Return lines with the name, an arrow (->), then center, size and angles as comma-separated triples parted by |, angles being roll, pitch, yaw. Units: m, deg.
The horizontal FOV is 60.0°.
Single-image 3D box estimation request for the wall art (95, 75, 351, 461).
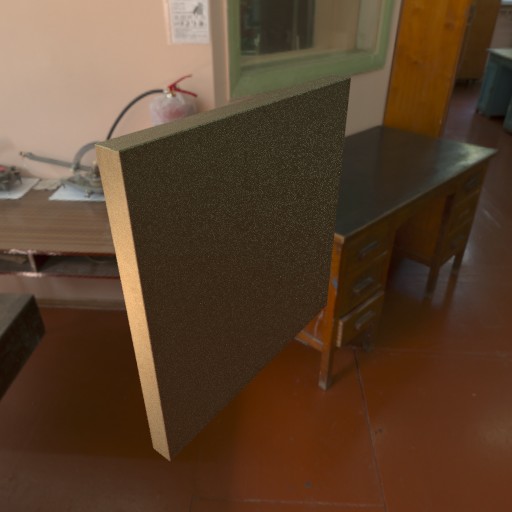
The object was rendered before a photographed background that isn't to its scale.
wall art -> 0.000, 0.000, 0.752 | 0.040, 0.506, 0.503 | 22, 38, 31
